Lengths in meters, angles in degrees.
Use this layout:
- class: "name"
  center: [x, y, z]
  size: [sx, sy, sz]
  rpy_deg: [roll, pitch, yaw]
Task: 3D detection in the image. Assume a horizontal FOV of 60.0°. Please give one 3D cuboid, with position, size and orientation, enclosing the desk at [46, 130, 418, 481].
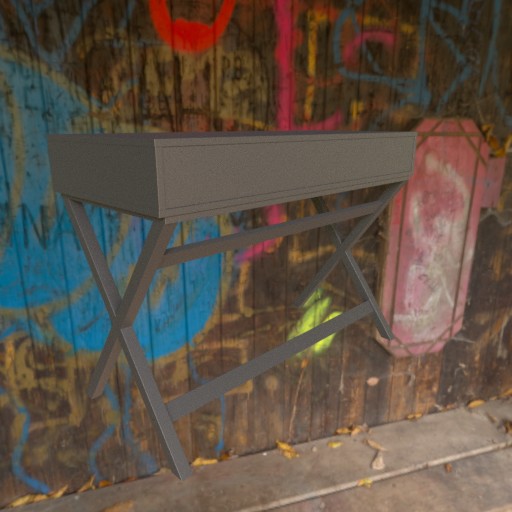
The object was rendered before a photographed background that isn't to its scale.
- class: "desk"
  center: [0.000, 0.000, 1.457]
  size: [0.525, 0.780, 1.057]
  rpy_deg: [16, 23, 42]
